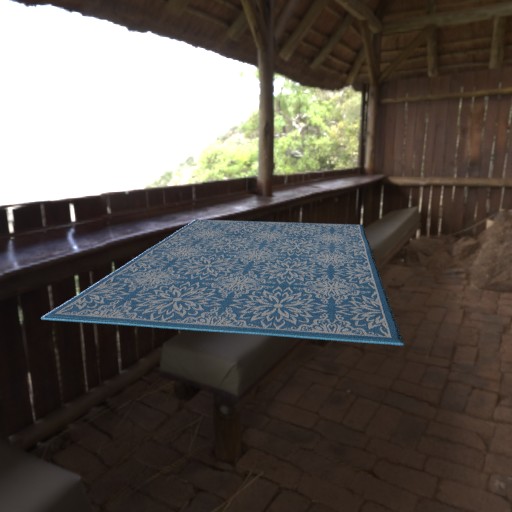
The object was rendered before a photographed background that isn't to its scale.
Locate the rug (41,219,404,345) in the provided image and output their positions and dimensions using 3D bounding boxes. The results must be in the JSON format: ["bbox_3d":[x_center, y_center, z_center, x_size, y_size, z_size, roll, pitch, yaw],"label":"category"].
[{"bbox_3d":[0.000,0.000,3.491,1.830,0.018,2.769,2,16,9],"label":"rug"}]
